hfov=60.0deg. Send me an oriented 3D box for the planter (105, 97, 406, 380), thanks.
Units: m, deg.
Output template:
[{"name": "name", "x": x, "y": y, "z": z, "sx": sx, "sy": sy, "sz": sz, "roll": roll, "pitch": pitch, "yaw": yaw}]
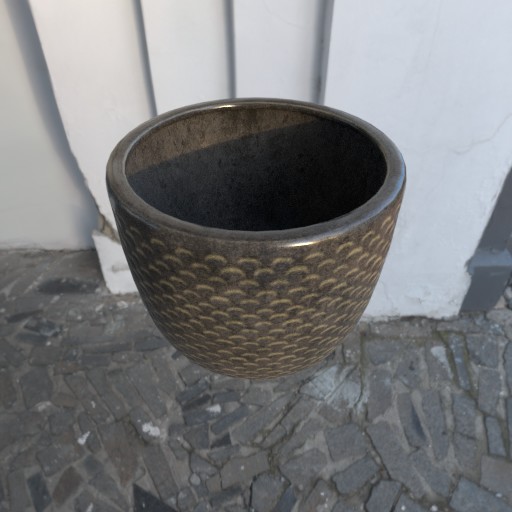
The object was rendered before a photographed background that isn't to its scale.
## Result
[{"name": "planter", "x": 0.000, "y": 0.000, "z": 0.309, "sx": 0.172, "sy": 0.160, "sz": 0.172, "roll": 0, "pitch": 41, "yaw": 0}]
